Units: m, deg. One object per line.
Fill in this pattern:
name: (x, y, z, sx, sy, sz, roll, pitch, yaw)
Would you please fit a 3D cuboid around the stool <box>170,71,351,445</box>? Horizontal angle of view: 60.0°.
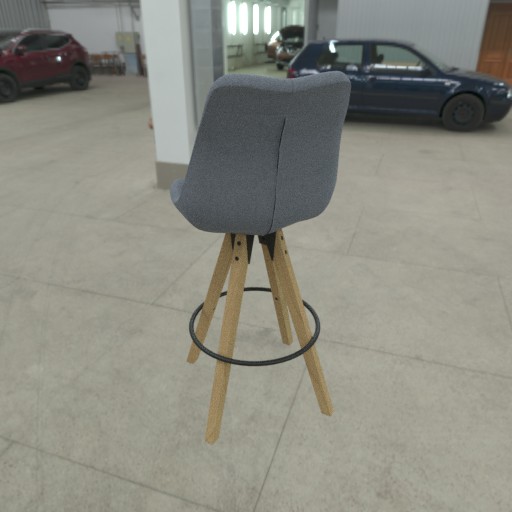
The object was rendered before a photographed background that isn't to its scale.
stool: (0.000, 0.000, 1.404, 0.485, 1.115, 0.550, -8, 28, -15)
